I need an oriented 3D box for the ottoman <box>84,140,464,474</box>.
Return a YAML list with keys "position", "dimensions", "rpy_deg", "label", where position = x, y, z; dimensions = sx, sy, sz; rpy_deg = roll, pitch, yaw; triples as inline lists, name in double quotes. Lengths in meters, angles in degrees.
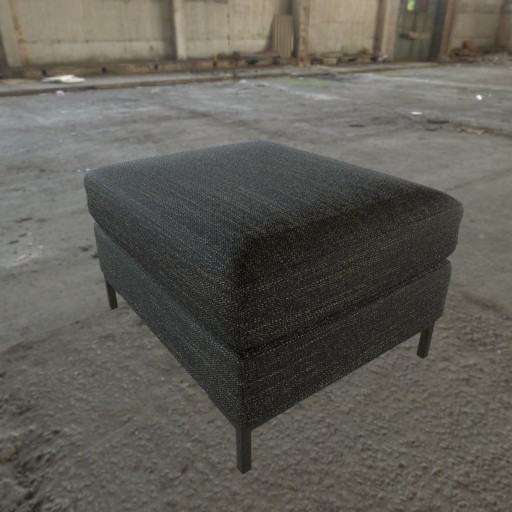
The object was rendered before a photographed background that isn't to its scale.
- position: [0.000, 0.000, 1.222]
  dimensions: [0.667, 0.491, 0.814]
  rpy_deg: [-18, 32, -32]
  label: "ottoman"
